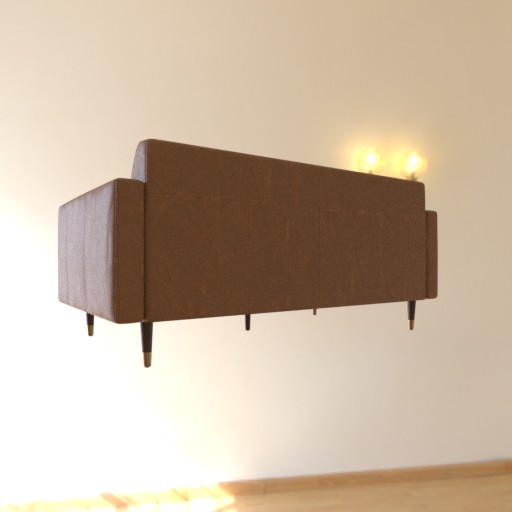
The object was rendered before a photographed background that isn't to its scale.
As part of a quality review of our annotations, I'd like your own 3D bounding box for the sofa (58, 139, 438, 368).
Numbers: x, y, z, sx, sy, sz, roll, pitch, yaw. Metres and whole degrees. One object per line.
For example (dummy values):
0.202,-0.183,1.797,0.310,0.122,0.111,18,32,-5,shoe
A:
0.000,0.000,2.382,1.847,0.821,0.993,0,-1,-34,sofa
